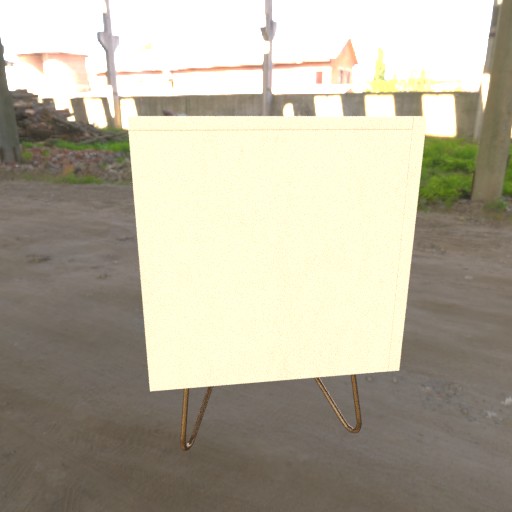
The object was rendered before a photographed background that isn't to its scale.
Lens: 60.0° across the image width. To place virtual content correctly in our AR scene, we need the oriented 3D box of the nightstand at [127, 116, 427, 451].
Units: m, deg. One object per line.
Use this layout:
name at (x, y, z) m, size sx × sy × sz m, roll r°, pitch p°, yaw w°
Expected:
nightstand at (0.000, 0.000, 1.007) m, size 0.447 × 0.604 × 0.614 m, roll -3°, pitch 18°, yaw -8°
